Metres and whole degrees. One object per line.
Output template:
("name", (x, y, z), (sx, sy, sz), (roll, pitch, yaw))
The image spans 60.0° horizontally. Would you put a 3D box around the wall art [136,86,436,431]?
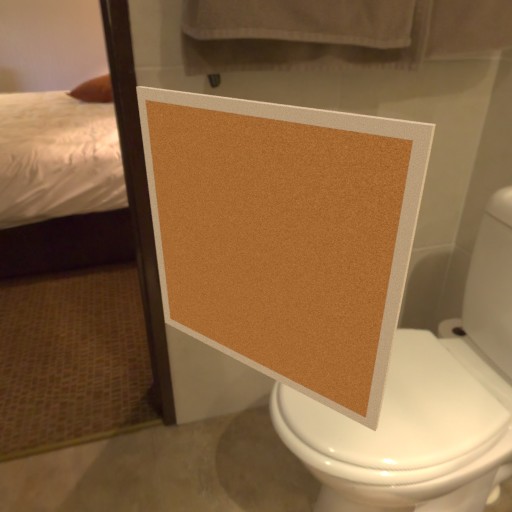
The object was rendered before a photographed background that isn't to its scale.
("wall art", (0.000, 0.000, 0.685), (0.456, 0.457, 0.009), (19, 34, 31))
